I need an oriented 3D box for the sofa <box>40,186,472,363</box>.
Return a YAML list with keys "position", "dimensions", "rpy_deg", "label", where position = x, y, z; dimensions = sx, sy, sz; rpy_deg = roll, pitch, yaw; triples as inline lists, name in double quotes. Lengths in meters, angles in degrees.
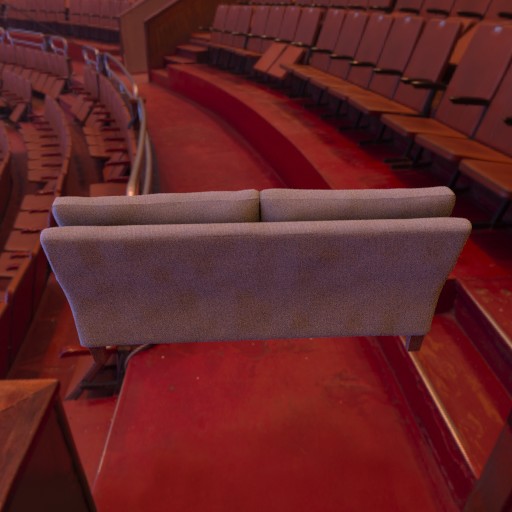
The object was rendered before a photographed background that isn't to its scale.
- position: [0.000, 0.000, 2.824]
  dimensions: [2.193, 1.096, 1.069]
  rpy_deg: [-2, 29, -3]
  label: "sofa"
